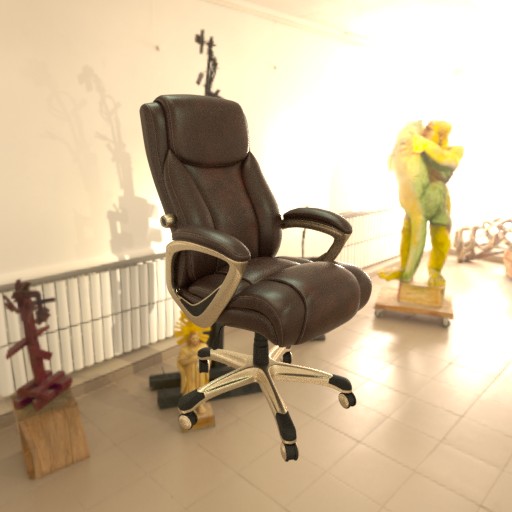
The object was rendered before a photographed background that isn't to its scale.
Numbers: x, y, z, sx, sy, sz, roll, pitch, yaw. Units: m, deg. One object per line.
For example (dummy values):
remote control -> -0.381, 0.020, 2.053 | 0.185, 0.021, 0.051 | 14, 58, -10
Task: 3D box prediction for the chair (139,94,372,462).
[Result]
chair -> 0.000, 0.000, 1.676 | 0.749, 1.194, 0.692 | 14, 20, 42
